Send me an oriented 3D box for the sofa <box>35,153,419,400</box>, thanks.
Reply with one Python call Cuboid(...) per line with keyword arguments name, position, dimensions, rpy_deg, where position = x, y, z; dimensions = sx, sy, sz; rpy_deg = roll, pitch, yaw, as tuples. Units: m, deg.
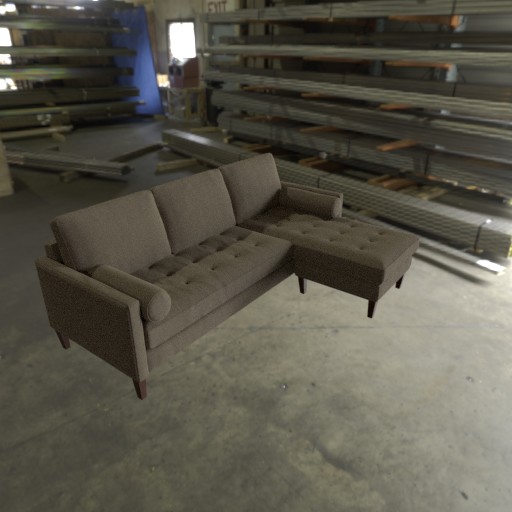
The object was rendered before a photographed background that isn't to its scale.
Cuboid(name="sofa", position=(0.000, 0.000, 2.930), dimensions=(1.506, 0.875, 2.178), rpy_deg=(18, 31, 33))
